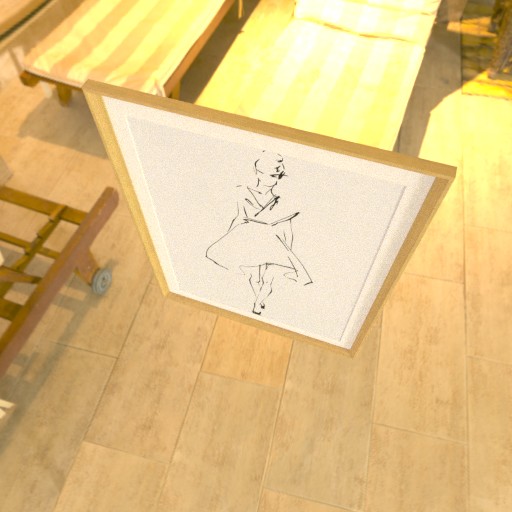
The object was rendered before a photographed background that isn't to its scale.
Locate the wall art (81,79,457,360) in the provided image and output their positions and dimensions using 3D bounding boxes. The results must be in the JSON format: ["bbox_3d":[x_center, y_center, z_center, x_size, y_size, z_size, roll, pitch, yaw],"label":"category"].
[{"bbox_3d":[0.000,0.000,1.326,0.798,1.002,0.030,17,59,10],"label":"wall art"}]
